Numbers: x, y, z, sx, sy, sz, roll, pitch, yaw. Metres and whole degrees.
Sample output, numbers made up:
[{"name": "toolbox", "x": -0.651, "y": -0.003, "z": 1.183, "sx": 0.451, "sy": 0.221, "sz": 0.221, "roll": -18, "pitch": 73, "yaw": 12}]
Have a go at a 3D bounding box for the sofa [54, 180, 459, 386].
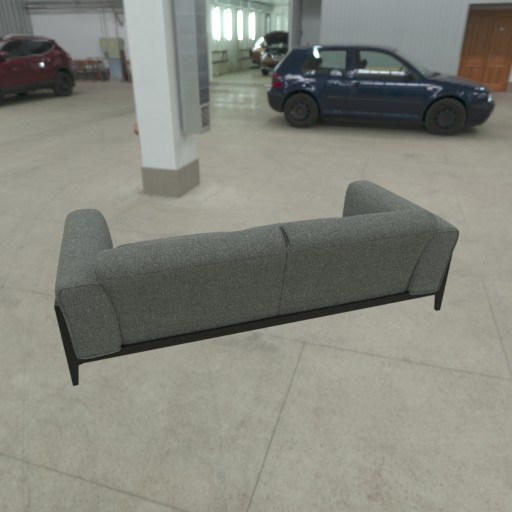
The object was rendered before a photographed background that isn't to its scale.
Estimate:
[{"name": "sofa", "x": 0.000, "y": 0.000, "z": 2.628, "sx": 2.125, "sy": 0.703, "sz": 0.985, "roll": -8, "pitch": 28, "yaw": -16}]
